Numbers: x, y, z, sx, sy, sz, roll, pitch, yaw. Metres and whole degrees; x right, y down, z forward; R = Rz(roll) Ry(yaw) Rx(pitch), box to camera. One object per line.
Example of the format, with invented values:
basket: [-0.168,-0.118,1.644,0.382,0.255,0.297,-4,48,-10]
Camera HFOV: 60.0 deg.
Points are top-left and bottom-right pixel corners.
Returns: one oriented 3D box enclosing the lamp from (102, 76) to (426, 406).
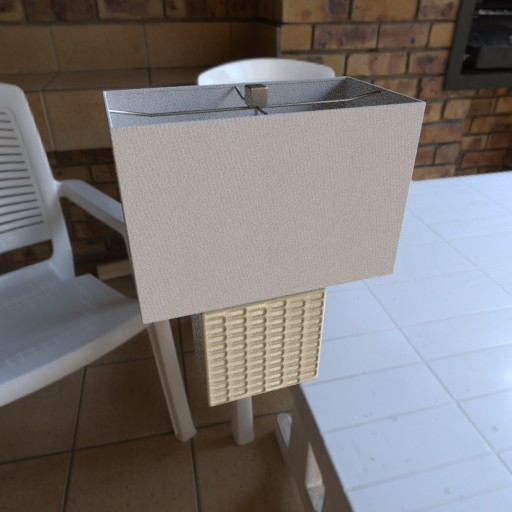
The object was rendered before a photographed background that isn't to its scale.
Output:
lamp: [0.000,0.000,0.706,0.380,0.515,0.200,-10,33,-16]
